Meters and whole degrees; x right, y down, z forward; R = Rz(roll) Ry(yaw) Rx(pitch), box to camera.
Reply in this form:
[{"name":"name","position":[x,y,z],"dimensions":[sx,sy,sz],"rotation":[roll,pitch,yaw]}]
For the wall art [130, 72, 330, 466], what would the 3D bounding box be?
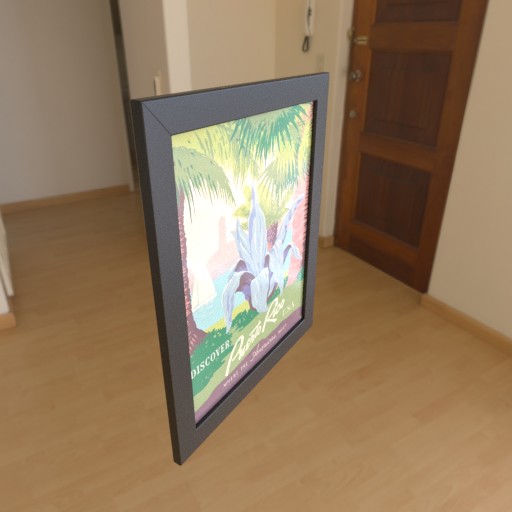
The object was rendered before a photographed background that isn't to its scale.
[{"name":"wall art","position":[0.000,0.000,0.794],"dimensions":[0.018,0.582,0.481],"rotation":[16,31,30]}]
